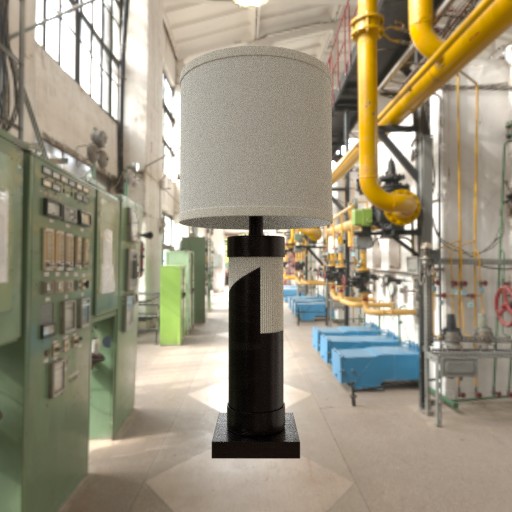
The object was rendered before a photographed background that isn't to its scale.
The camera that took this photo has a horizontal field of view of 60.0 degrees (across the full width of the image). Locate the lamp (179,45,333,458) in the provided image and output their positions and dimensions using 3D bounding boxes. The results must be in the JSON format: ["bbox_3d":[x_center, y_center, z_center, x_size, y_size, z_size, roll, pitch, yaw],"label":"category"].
[{"bbox_3d":[0.000,0.000,0.615,0.211,0.509,0.211,0,-1,0],"label":"lamp"}]
